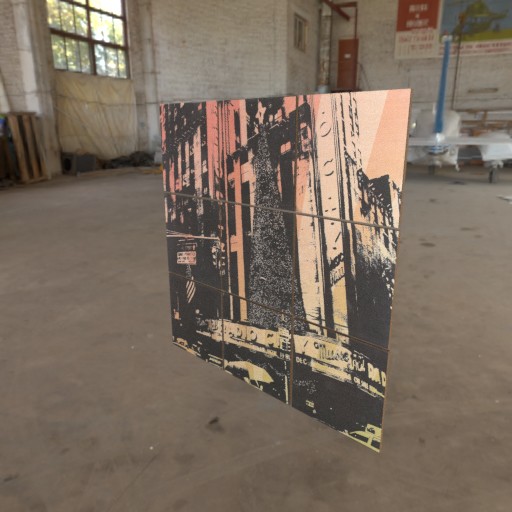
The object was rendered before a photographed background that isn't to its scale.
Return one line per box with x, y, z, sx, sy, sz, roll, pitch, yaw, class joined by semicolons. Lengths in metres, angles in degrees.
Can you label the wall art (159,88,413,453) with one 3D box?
0.000;0.000;1.811;1.216;1.216;0.013;15;22;41;wall art
